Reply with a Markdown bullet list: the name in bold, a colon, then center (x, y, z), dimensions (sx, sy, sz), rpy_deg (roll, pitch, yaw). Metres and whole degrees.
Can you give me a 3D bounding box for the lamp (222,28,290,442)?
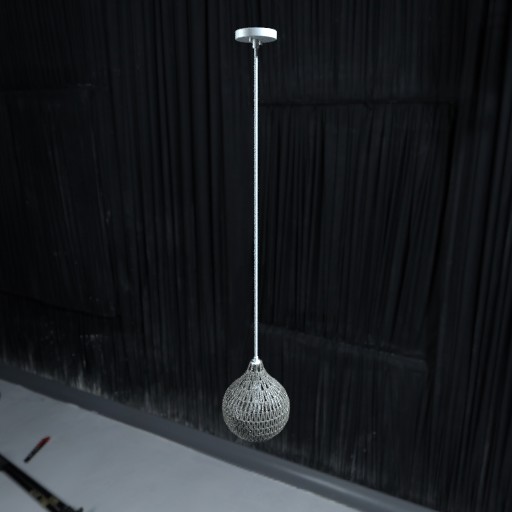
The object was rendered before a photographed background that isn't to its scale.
- **lamp**: center (0.000, 0.000, 2.097), dimensions (0.355, 1.919, 0.355), rpy_deg (8, 19, 25)
